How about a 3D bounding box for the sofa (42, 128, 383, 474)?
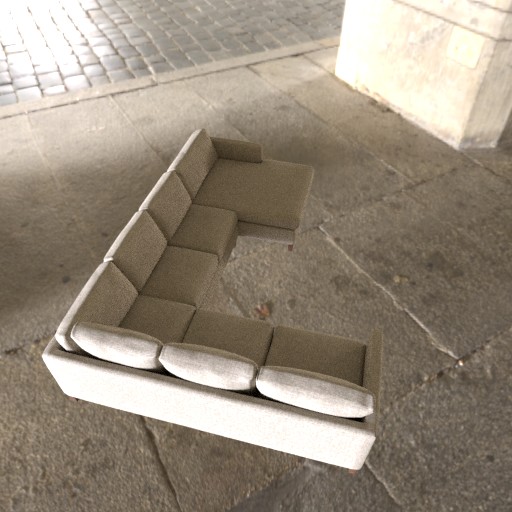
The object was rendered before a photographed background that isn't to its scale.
[{"bbox_3d":[0.000,0.000,4.527,2.593,0.959,3.460,10,46,10],"label":"sofa"}]
